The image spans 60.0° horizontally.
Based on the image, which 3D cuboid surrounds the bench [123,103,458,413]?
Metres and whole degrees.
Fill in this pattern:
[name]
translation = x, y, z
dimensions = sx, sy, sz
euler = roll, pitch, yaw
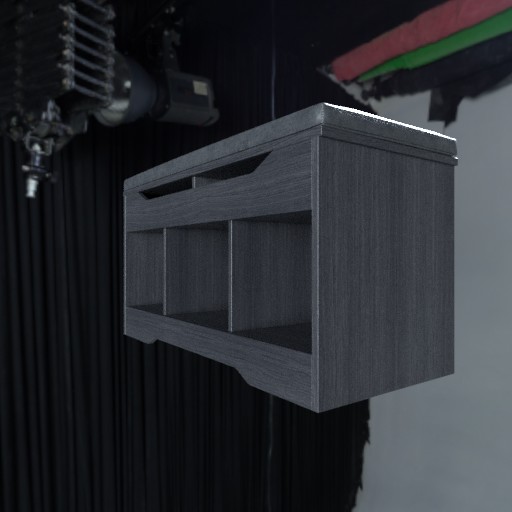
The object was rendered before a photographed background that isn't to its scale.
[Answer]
[bench]
translation = 0.000, 0.000, 1.182
dimensions = 0.401, 0.501, 0.905
euler = 0, 0, -36
